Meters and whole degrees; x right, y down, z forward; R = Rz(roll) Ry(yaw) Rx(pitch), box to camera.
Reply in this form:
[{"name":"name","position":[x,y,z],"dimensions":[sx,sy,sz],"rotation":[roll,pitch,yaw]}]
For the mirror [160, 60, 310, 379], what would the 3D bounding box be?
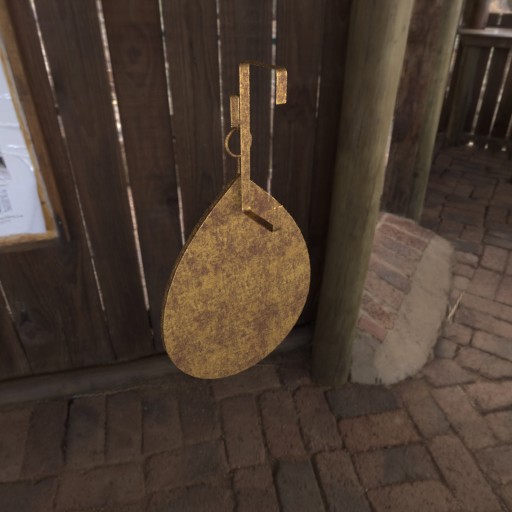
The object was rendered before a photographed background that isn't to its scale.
[{"name":"mirror","position":[0.000,0.000,0.923],"dimensions":[0.405,0.744,0.144],"rotation":[-19,36,-28]}]
